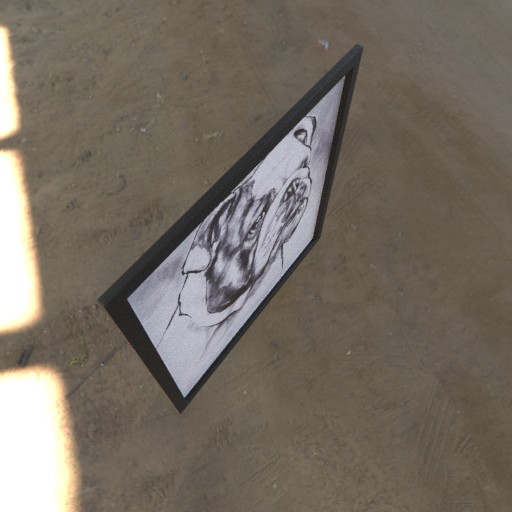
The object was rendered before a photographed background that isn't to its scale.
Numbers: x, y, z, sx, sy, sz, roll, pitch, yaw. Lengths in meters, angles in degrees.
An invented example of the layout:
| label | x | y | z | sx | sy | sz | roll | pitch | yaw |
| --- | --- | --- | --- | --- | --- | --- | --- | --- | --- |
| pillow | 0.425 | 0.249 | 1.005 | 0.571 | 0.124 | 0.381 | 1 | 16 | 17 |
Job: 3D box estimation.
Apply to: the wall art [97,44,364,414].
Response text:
| label | x | y | z | sx | sy | sz | roll | pitch | yaw |
| --- | --- | --- | --- | --- | --- | --- | --- | --- | --- |
| wall art | 0.000 | 0.000 | 0.978 | 0.016 | 0.659 | 0.663 | 32 | 64 | 18 |
